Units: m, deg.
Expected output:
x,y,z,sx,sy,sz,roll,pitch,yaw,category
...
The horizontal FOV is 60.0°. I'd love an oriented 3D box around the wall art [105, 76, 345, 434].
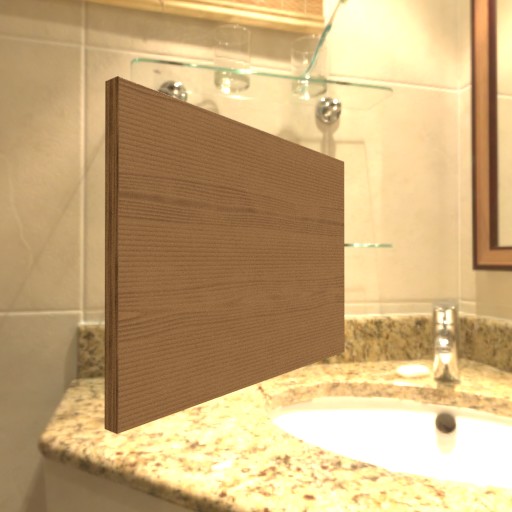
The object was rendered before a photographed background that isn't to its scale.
x,y,z,sx,sy,sz,roll,pitch,yaw,category
0.000,0.000,1.104,0.063,0.609,0.841,0,-1,38,wall art
